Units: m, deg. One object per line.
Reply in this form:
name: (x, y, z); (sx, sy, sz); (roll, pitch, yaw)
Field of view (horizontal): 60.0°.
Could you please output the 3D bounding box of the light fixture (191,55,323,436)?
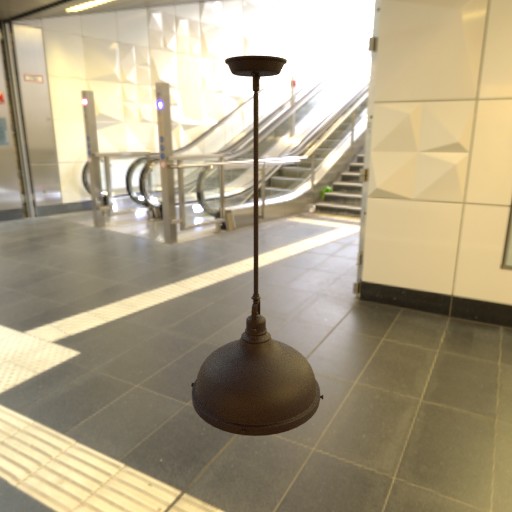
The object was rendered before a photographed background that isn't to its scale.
light fixture: (0.000, 0.000, 1.041); (0.341, 0.849, 0.341); (3, 15, 9)
